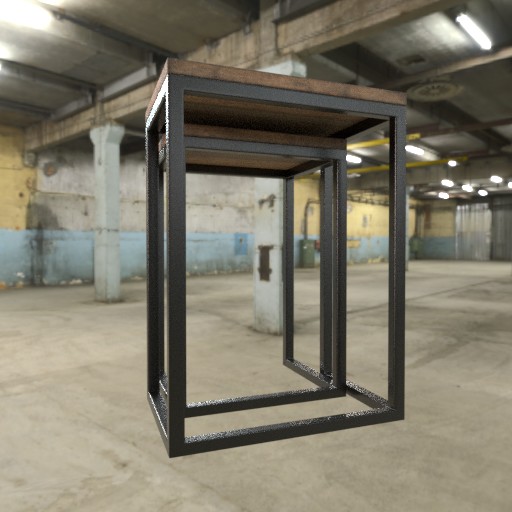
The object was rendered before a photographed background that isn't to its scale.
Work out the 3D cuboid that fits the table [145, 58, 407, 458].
[{"bbox_3d":[0.000,0.000,0.964,0.456,0.615,0.460,0,1,-18],"label":"table"}]
